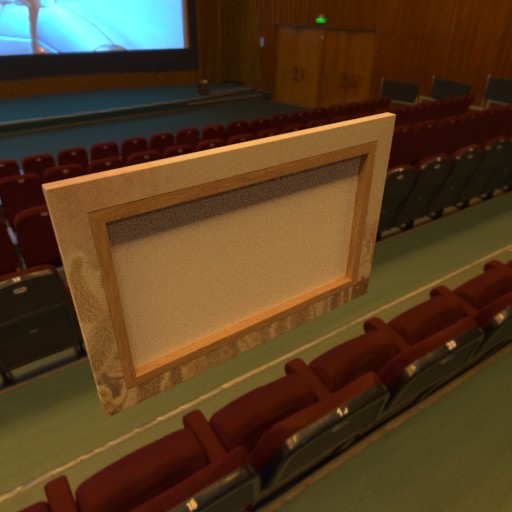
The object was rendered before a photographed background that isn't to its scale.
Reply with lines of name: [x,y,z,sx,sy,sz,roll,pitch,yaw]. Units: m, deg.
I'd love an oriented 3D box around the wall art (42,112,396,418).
wall art: [0.000,0.000,1.455,1.142,0.758,0.041,-20,37,-29]
